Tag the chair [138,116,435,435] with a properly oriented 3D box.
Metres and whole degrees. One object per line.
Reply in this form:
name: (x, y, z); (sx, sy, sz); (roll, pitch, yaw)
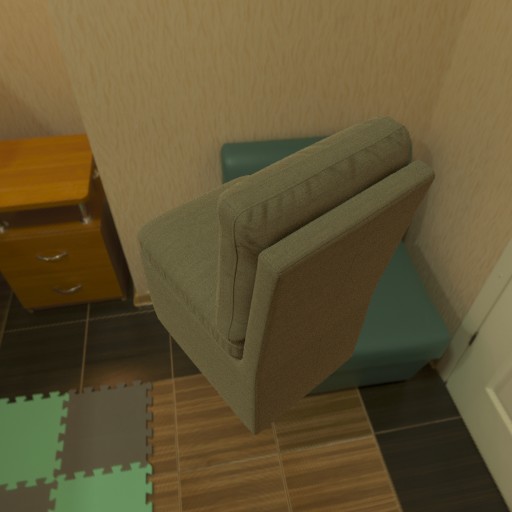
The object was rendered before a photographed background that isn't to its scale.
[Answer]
chair: (0.000, 0.000, 1.339); (0.503, 0.927, 0.698); (-31, 54, -26)
